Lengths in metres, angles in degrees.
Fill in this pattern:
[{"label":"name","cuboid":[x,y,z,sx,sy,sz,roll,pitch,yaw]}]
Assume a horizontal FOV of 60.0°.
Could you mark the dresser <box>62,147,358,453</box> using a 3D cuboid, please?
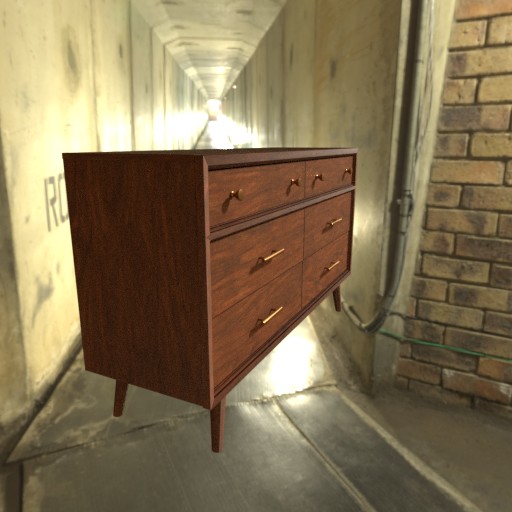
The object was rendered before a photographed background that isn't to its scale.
[{"label":"dresser","cuboid":[0.000,0.000,1.903,0.500,0.889,1.472,7,16,26]}]
